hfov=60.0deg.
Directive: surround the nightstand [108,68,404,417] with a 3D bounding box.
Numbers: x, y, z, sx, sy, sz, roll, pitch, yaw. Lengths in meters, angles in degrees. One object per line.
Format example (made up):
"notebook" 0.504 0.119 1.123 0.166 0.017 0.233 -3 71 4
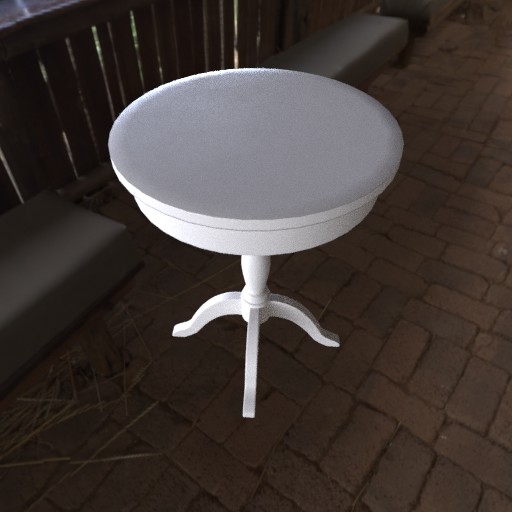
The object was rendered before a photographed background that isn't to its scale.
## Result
"nightstand" 0.000 0.000 1.020 0.513 0.653 0.513 10 46 10
